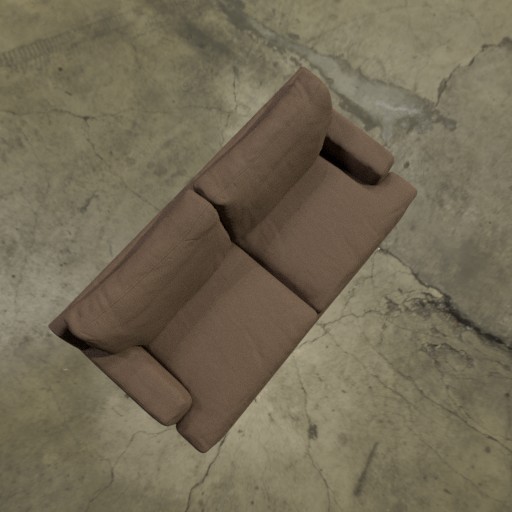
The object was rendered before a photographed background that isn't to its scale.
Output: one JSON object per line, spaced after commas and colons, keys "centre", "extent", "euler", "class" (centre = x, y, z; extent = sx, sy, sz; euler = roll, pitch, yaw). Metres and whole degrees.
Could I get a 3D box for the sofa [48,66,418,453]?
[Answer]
{"centre": [0.000, 0.000, 2.853], "extent": [1.140, 0.950, 2.274], "euler": [39, 78, 10], "class": "sofa"}
